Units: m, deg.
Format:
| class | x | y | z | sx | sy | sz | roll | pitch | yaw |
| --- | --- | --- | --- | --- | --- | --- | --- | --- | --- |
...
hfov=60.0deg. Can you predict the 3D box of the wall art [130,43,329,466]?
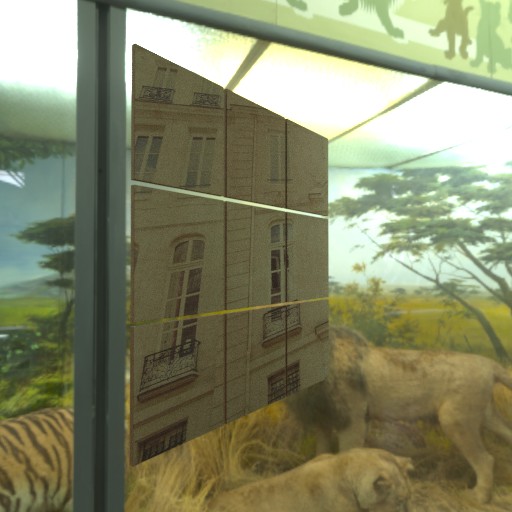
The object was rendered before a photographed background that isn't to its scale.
| class | x | y | z | sx | sy | sz | roll | pitch | yaw |
| --- | --- | --- | --- | --- | --- | --- | --- | --- | --- |
| wall art | 0.000 | 0.000 | 1.774 | 0.024 | 1.218 | 1.221 | -1 | -1 | 36 |
